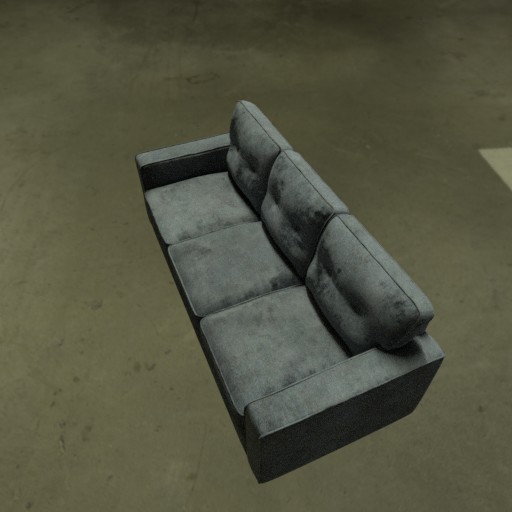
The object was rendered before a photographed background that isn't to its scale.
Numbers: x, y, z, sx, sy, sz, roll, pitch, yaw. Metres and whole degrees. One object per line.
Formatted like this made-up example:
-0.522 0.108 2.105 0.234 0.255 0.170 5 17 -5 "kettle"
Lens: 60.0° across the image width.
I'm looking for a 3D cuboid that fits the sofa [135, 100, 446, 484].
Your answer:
0.000 0.000 2.614 0.939 0.965 2.133 -18 49 -16 "sofa"
